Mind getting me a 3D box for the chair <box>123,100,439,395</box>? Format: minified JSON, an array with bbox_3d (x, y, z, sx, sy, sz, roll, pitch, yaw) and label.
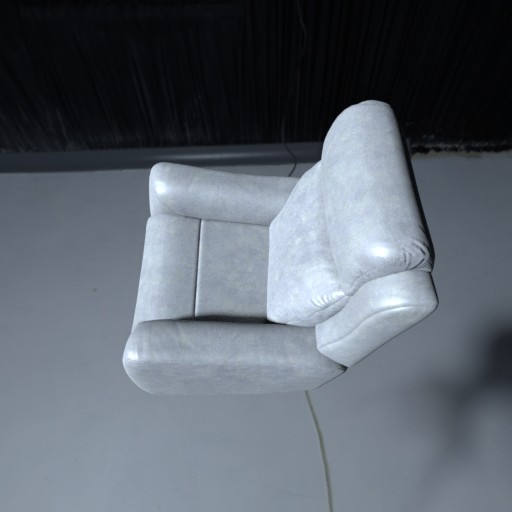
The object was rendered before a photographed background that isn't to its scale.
[{"bbox_3d":[0.000,0.000,1.862,1.068,1.116,0.967,0,60,0],"label":"chair"}]
